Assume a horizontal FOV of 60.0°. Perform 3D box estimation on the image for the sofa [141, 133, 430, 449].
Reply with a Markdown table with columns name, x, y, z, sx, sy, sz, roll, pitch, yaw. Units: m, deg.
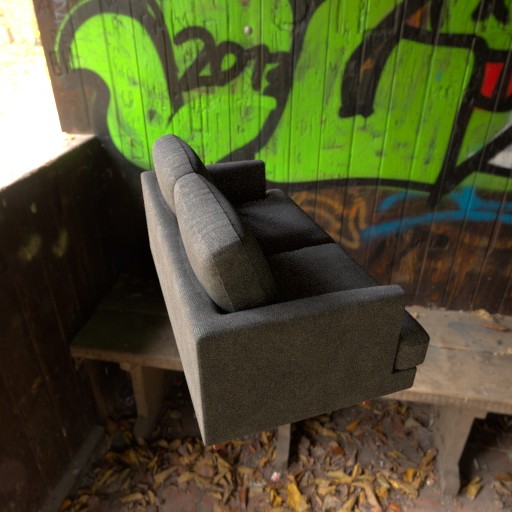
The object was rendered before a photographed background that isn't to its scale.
| name | x | y | z | sx | sy | sz | roll | pitch | yaw |
| --- | --- | --- | --- | --- | --- | --- | --- | --- | --- |
| sofa | 0.000 | 0.000 | 2.183 | 0.903 | 0.956 | 1.582 | -10 | 32 | -16 |
